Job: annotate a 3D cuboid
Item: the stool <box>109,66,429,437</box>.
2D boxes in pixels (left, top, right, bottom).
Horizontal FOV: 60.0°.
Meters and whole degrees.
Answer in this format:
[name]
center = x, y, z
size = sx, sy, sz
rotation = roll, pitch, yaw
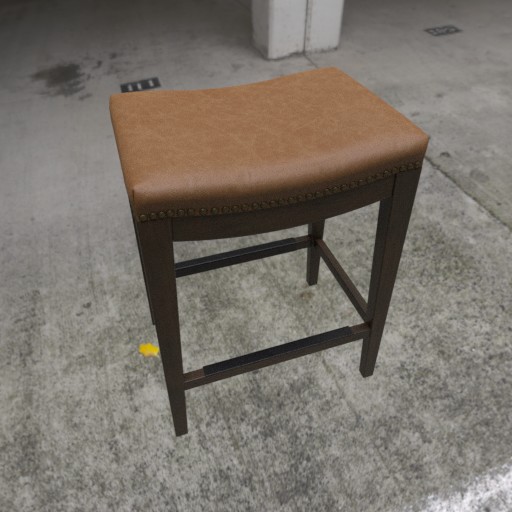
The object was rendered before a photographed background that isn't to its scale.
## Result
[stool]
center = 0.000, 0.000, 0.965
size = 0.500, 0.660, 0.361
rotation = -13, 44, -14
